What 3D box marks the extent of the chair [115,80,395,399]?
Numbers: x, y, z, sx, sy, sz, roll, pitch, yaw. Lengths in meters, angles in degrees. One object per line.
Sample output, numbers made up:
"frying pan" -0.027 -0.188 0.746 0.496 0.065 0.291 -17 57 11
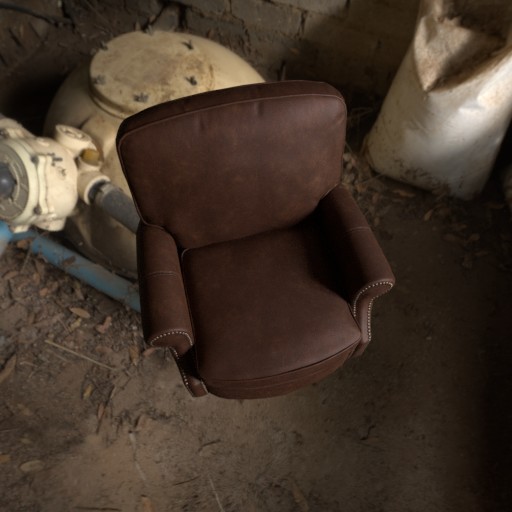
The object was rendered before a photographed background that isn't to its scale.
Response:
"chair" 0.000 0.000 1.771 0.936 1.018 0.986 -13 64 -6
